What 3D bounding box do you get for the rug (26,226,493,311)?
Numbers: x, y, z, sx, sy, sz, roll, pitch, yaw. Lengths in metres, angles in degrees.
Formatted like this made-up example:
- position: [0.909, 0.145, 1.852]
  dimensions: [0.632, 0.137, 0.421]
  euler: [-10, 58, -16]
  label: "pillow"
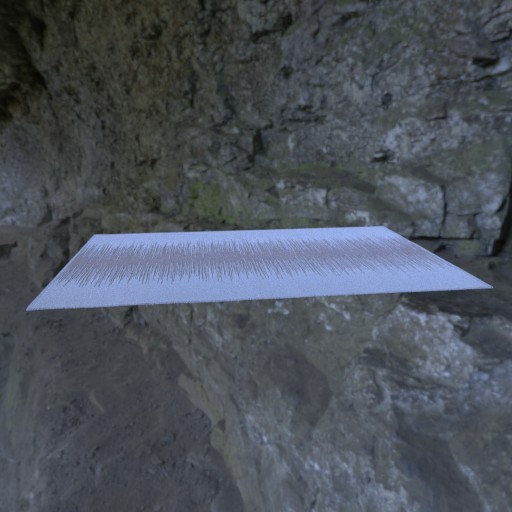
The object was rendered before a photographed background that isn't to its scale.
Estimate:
- position: [0.000, 0.000, 3.006]
  dimensions: [2.440, 0.012, 1.522]
  euler: [-2, 17, -7]
  label: "rug"
